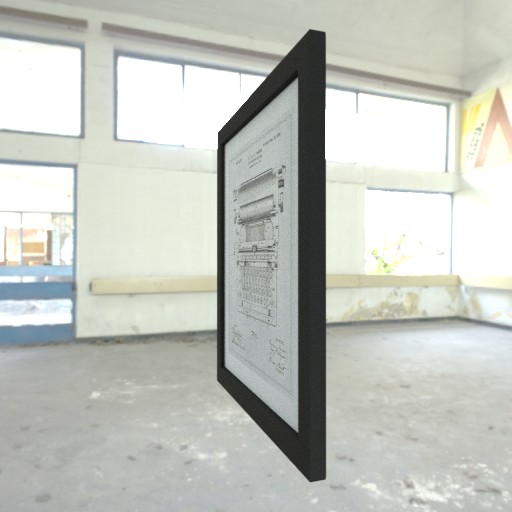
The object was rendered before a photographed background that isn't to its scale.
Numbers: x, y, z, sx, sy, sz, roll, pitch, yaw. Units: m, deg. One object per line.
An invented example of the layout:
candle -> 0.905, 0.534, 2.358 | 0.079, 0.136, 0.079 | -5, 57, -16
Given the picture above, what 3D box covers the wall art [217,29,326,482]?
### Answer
wall art -> 0.000, 0.000, 0.704 | 0.021, 0.508, 0.432 | 0, 0, -19
